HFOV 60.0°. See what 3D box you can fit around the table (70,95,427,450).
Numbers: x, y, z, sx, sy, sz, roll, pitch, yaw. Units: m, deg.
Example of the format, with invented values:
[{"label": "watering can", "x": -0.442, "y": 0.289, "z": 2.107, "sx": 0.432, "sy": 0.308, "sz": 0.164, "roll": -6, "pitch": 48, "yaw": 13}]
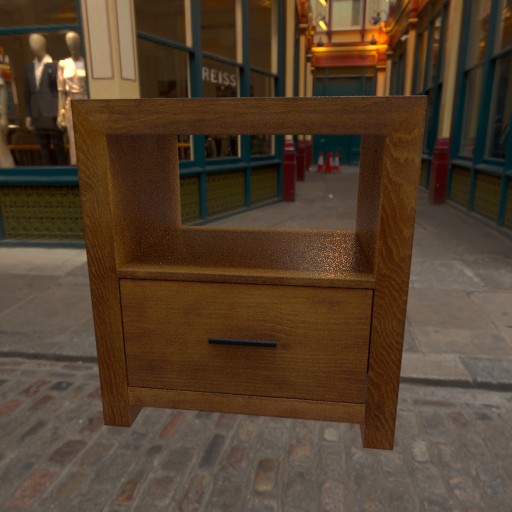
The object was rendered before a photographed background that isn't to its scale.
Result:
[{"label": "table", "x": 0.000, "y": 0.000, "z": 0.938, "sx": 0.550, "sy": 0.605, "sz": 0.400, "roll": 2, "pitch": 16, "yaw": 7}]
